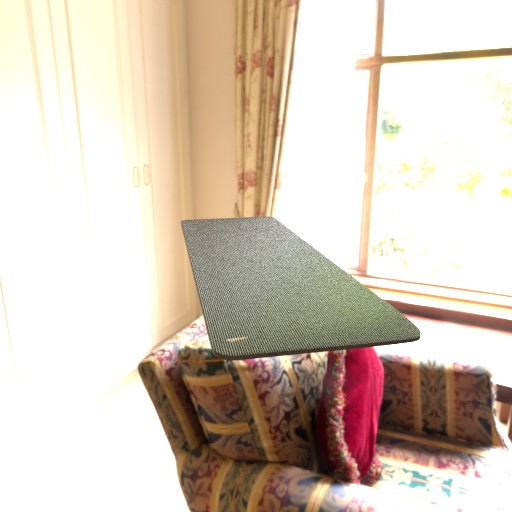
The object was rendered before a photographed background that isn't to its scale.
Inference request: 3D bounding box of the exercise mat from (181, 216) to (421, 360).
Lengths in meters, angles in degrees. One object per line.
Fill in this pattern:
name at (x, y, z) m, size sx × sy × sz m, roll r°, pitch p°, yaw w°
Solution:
exercise mat at (0.000, 0.000, 2.082) m, size 0.616 × 0.021 × 1.869 m, roll -3°, pitch 16°, yaw -12°
